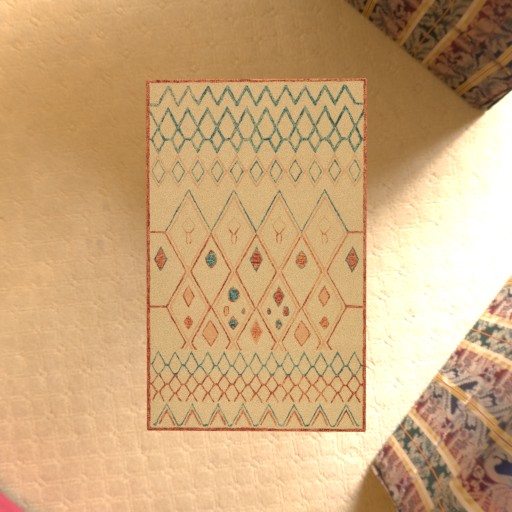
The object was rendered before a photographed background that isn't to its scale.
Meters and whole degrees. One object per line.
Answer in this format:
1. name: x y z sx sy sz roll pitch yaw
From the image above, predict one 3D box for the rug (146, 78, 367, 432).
1. rug: 0.000 0.000 3.071 1.524 0.015 2.438 0 91 1
